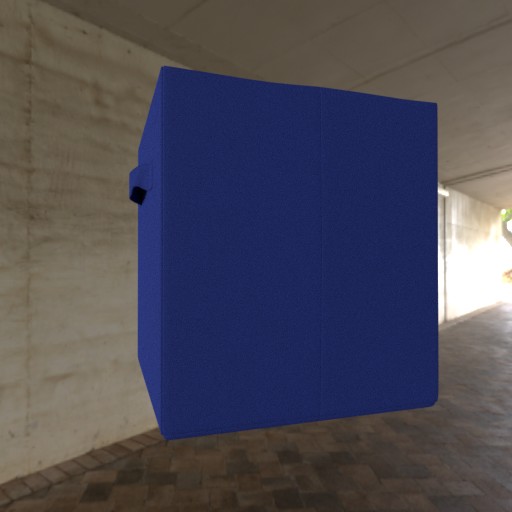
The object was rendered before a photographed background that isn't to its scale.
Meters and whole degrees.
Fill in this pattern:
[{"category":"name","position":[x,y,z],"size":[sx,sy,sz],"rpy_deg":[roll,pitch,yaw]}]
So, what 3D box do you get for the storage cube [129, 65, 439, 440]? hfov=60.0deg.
[{"category":"storage cube","position":[0.000,0.000,0.489],"size":[0.270,0.280,0.270],"rpy_deg":[0,-1,-19]}]
